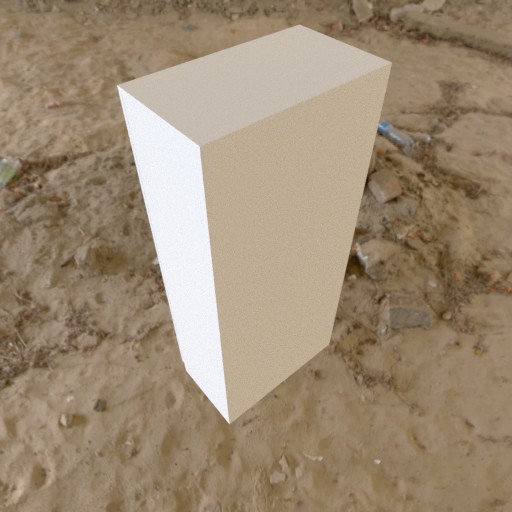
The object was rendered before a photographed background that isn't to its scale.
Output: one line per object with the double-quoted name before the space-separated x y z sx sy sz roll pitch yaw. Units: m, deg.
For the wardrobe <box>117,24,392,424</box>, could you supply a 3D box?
"wardrobe" 0.000 0.000 2.015 0.760 1.700 0.470 -31 54 -26
